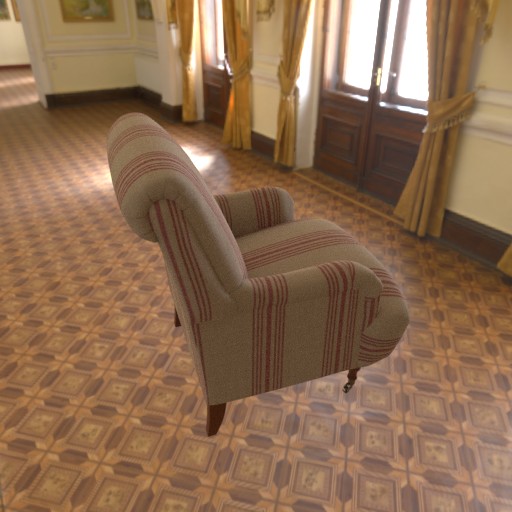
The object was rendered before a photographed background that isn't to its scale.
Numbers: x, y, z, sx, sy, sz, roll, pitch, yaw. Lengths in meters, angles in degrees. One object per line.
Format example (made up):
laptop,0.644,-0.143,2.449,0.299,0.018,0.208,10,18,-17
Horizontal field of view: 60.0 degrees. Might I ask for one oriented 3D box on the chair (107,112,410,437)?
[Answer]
chair,0.000,0.000,1.881,1.058,1.123,0.933,-10,31,-17
